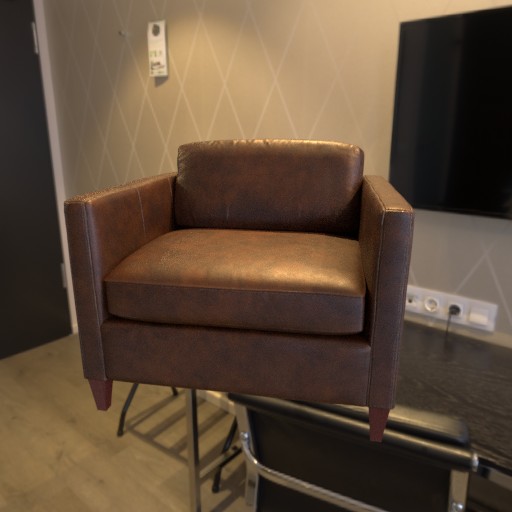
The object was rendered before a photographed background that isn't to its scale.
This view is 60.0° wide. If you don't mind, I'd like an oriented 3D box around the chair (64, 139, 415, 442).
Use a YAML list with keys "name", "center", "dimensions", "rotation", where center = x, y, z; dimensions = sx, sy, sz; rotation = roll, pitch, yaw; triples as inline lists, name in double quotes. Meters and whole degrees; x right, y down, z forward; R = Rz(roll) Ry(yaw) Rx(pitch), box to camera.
- name: "chair"
  center: [0.000, 0.000, 1.705]
  dimensions: [0.990, 0.864, 0.975]
  rotation: [3, 16, 10]
